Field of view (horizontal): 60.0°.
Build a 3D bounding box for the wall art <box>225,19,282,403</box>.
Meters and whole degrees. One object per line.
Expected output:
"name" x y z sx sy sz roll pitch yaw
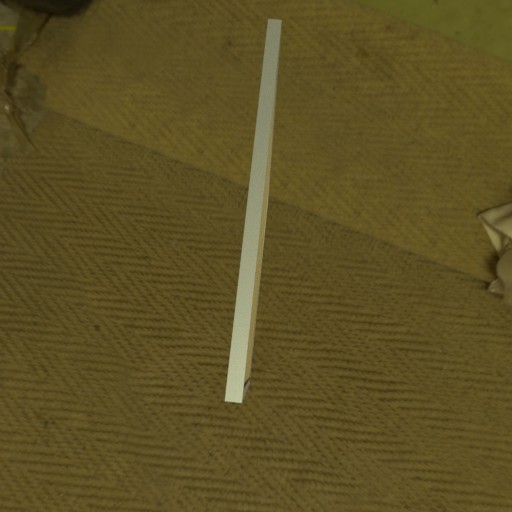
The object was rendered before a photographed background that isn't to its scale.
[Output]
"wall art" 0.000 0.000 1.362 0.034 1.042 0.789 5 76 1
